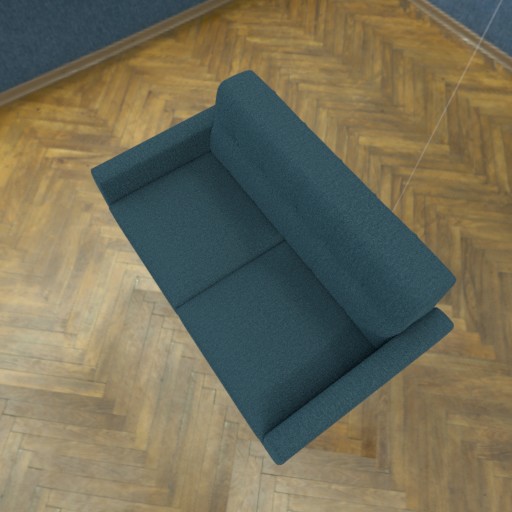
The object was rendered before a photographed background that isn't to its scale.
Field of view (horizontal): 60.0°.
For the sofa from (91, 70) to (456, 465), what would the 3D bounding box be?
[{"bbox_3d":[0.000,0.000,2.191,0.942,0.896,1.651,-32,68,-15],"label":"sofa"}]
